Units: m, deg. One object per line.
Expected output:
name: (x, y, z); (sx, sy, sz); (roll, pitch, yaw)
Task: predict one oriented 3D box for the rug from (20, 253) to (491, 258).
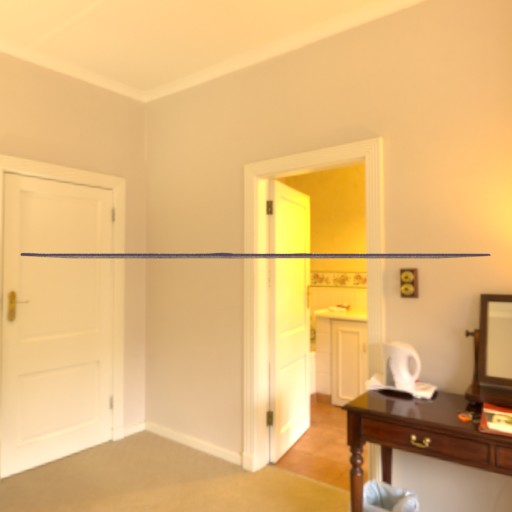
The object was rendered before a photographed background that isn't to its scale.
rug: (0.000, 0.000, 2.445); (2.283, 0.016, 0.602); (0, -2, 0)
